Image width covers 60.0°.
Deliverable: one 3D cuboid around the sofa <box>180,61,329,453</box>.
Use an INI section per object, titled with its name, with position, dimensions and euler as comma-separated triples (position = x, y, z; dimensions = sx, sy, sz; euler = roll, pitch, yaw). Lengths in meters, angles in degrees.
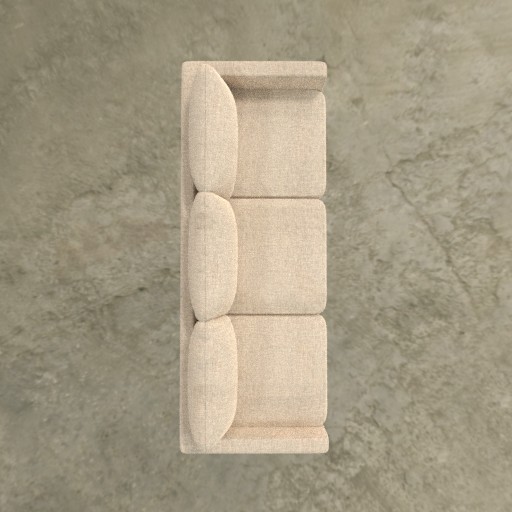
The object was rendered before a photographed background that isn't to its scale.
[sofa]
position = 0.000, 0.000, 2.715
dimensions = 0.859, 0.874, 2.218
euler = 0, 88, 0
